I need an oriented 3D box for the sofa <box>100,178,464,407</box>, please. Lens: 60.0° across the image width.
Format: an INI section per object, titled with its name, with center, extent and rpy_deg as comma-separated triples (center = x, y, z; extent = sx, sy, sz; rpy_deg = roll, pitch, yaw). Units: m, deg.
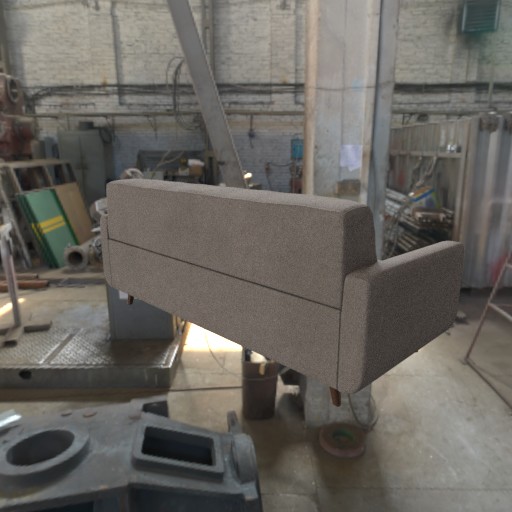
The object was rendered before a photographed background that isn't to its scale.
[sofa]
center = 0.000, 0.000, 2.566
extent = 0.909, 0.841, 2.029
rpy_deg = -14, 19, -43
